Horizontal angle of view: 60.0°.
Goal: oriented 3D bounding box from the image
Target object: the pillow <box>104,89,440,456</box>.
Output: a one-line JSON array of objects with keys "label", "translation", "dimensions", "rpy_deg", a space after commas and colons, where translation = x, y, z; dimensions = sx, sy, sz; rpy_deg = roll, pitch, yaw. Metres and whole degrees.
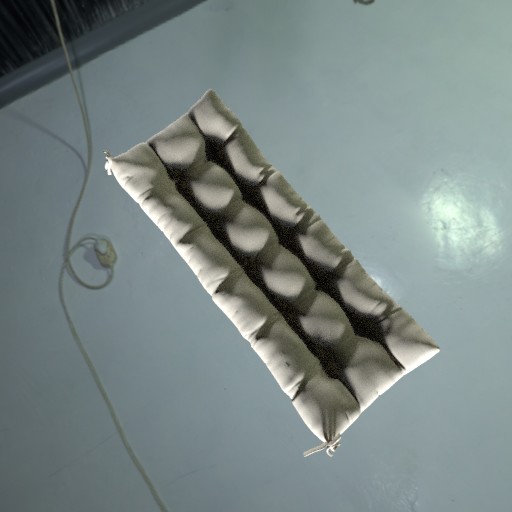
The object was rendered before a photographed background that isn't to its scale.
[{"label": "pillow", "translation": [0.000, 0.000, 1.397], "dimensions": [0.511, 0.174, 1.194], "rpy_deg": [-38, 79, -9]}]
